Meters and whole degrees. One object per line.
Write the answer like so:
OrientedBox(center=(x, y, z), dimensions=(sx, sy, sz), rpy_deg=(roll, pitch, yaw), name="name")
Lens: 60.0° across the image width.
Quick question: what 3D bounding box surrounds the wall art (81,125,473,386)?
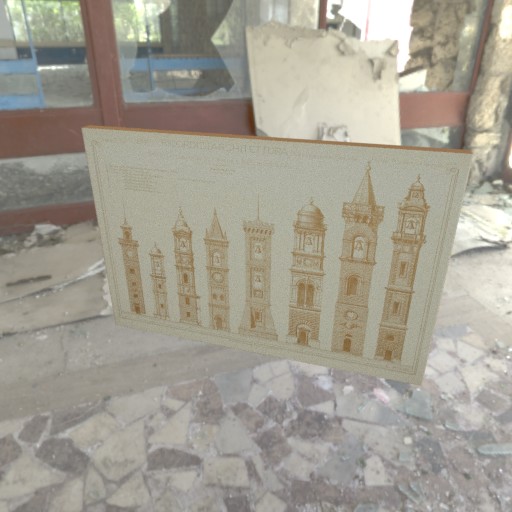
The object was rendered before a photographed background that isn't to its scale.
OrientedBox(center=(0.000, 0.000, 1.153), dimensions=(0.915, 0.608, 0.033), rpy_deg=(8, 28, 15), name="wall art")
